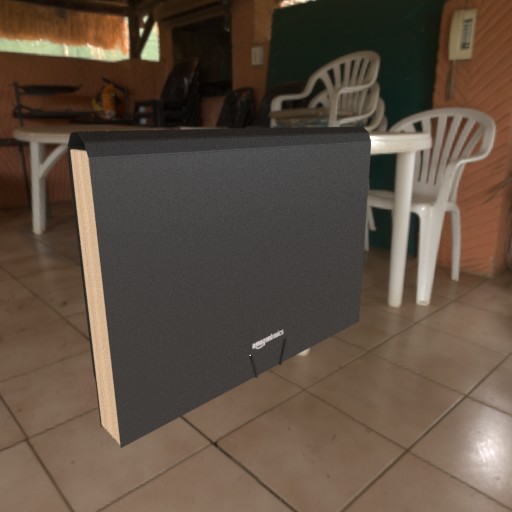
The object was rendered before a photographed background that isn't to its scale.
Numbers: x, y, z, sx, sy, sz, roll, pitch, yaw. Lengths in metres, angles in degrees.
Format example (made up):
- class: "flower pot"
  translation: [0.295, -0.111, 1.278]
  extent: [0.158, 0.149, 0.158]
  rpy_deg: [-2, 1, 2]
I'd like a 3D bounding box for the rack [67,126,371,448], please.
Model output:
- class: "rack"
  translation: [0.000, 0.000, 0.435]
  extent: [0.330, 0.241, 0.041]
  rpy_deg: [-16, 23, -42]
